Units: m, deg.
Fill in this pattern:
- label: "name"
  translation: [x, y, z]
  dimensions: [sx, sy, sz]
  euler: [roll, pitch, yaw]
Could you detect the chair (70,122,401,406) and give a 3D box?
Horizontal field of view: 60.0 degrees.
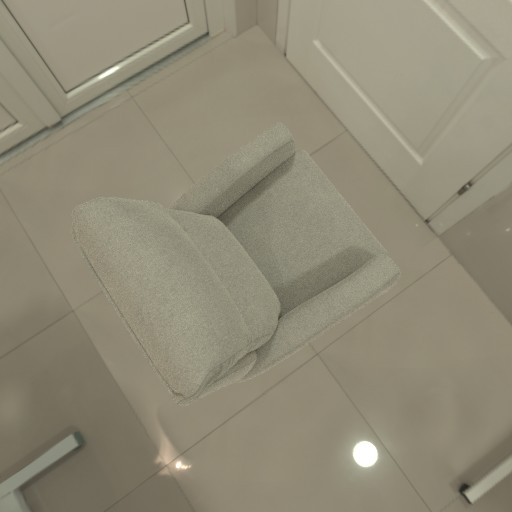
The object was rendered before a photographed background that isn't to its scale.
- label: "chair"
  translation: [0.000, 0.000, 1.674]
  dimensions: [0.940, 1.021, 0.794]
  euler: [-34, 78, -8]
